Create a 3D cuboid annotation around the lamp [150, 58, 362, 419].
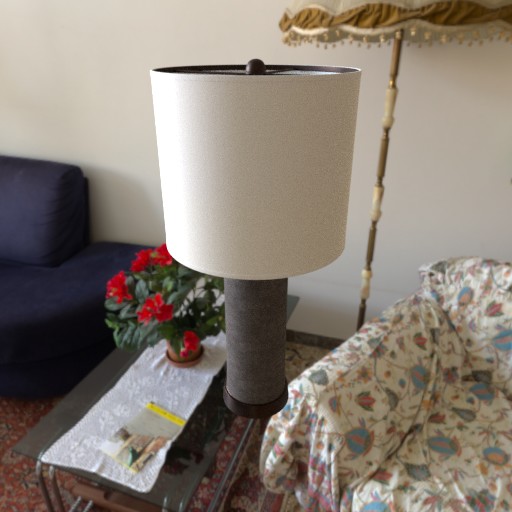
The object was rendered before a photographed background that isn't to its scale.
[{"bbox_3d":[0.000,0.000,0.774,0.301,0.630,0.301,-8,27,-16],"label":"lamp"}]
